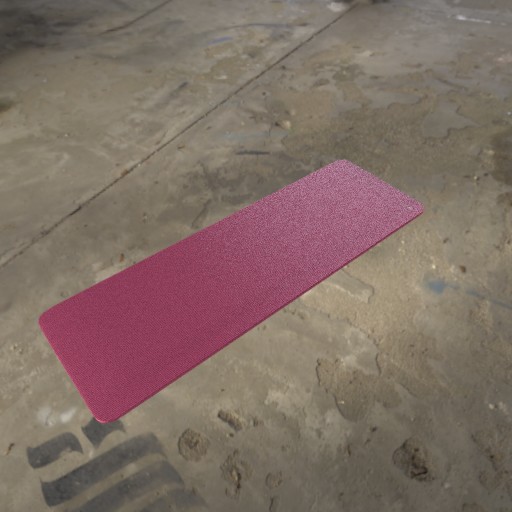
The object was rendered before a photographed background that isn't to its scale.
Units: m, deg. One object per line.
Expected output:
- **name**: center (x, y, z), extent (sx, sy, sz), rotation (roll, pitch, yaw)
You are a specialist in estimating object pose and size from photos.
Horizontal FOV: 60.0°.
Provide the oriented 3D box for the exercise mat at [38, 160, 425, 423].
- **exercise mat**: center (0.000, 0.000, 2.099), extent (1.884, 0.021, 0.616), rotation (-30, 53, -27)
